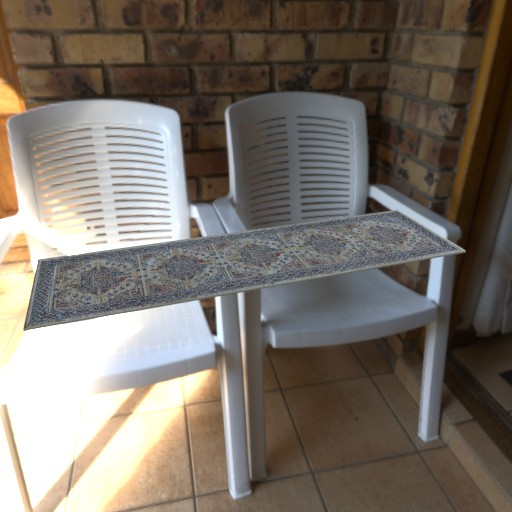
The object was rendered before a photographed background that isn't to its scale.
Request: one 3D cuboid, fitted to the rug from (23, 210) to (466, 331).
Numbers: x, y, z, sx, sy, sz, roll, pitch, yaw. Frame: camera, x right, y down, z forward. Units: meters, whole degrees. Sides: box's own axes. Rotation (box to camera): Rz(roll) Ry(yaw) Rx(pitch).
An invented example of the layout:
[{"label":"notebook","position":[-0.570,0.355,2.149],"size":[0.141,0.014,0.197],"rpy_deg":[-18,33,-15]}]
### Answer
[{"label":"rug","position":[0.000,0.000,2.471],"size":[2.297,0.013,0.661],"rpy_deg":[-9,29,-16]}]
